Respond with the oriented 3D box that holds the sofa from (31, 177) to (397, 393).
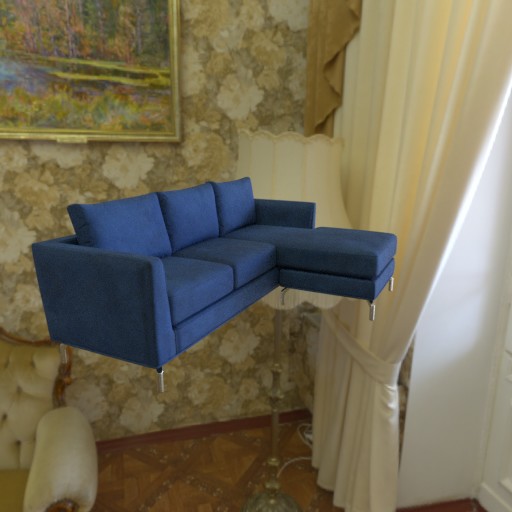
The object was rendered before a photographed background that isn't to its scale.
[{"bbox_3d":[0.000,0.000,3.245,1.622,0.987,2.438,7,16,26],"label":"sofa"}]
